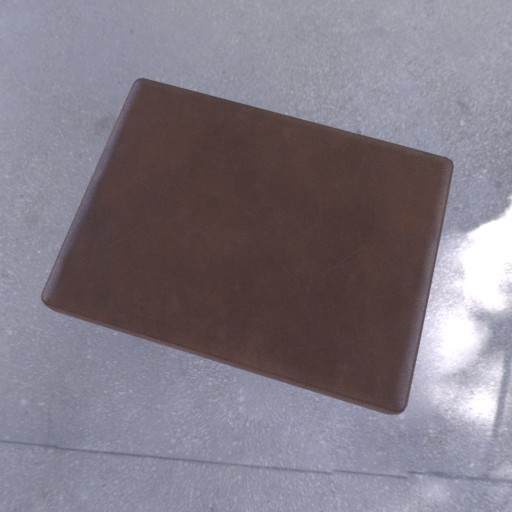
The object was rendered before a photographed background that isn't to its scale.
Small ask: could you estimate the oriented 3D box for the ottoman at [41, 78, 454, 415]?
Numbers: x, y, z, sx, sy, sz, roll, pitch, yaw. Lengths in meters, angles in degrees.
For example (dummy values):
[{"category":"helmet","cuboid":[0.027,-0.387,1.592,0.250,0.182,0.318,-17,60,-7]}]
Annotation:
[{"category":"ottoman","cuboid":[0.000,0.000,1.182,0.795,0.509,0.588,16,75,4]}]
